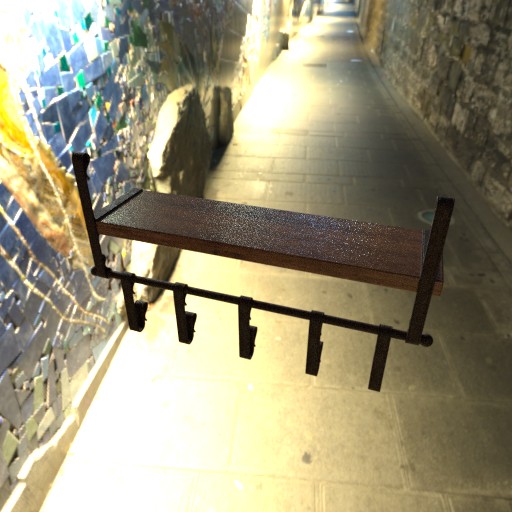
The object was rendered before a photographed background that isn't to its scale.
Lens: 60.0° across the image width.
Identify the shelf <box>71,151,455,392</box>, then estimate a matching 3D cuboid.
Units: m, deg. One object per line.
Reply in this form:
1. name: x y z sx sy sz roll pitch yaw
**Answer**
1. shelf: 0.000 0.000 0.724 0.567 0.330 0.146 10 32 16
